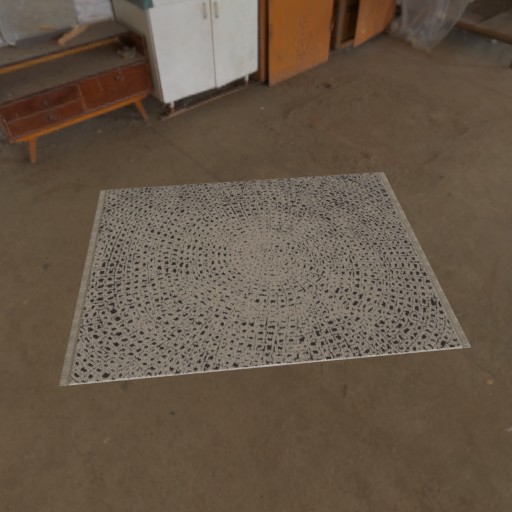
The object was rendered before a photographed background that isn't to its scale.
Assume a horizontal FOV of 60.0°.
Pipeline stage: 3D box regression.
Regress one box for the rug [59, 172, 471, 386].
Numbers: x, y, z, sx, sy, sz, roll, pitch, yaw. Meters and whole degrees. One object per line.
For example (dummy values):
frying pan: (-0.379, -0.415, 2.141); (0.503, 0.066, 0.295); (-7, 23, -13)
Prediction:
rug: (0.000, 0.000, 2.149); (1.634, 0.003, 1.190); (-4, 47, -4)
